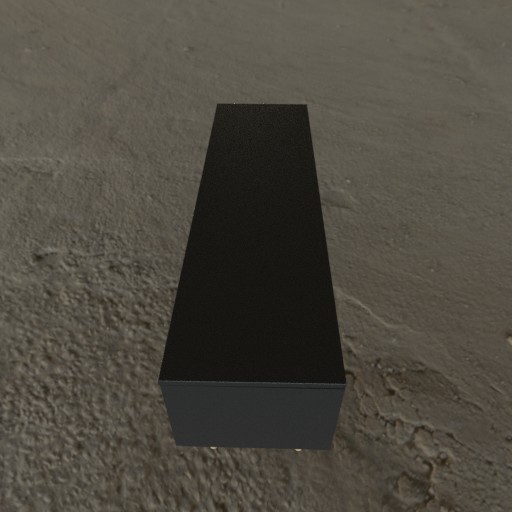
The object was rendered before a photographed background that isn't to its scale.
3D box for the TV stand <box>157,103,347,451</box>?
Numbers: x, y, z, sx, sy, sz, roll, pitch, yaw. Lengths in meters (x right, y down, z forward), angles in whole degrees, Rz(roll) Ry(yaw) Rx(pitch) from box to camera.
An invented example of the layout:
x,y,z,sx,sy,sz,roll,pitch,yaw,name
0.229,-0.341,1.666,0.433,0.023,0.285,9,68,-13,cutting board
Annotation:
x,y,z,sx,sy,sz,roll,pitch,yaw,name
0.000,0.000,1.532,0.390,0.518,1.312,1,42,1,TV stand
